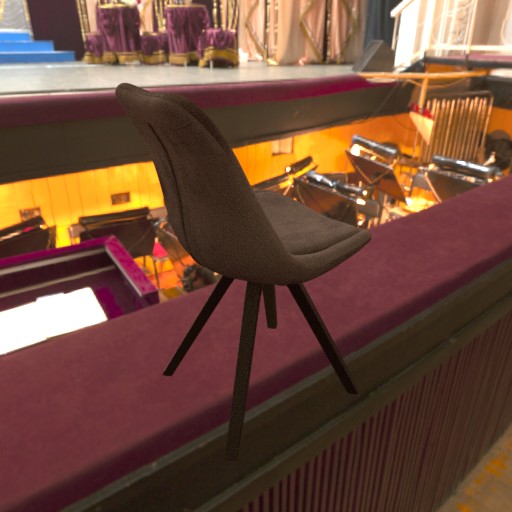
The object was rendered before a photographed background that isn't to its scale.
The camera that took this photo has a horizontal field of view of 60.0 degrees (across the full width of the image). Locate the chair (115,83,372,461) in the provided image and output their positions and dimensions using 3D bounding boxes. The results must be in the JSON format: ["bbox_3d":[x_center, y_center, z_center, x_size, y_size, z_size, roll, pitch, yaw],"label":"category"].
[{"bbox_3d":[0.000,0.000,1.151,0.550,0.850,0.476,-17,31,-31],"label":"chair"}]
